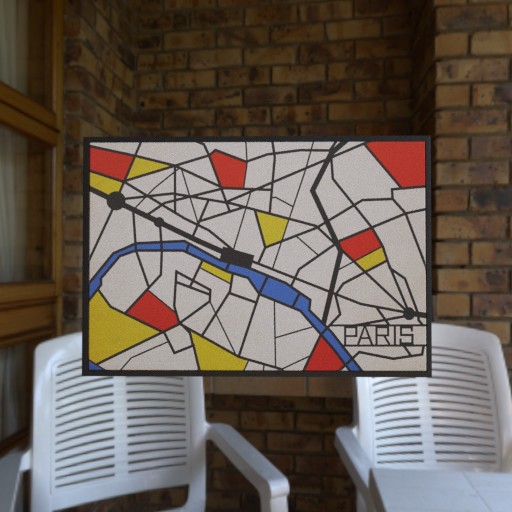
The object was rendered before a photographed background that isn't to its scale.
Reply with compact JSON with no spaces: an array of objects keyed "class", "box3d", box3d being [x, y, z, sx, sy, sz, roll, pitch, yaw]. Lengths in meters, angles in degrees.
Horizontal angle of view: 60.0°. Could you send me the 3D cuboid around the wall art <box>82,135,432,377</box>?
[{"class":"wall art","box3d":[0.000,0.000,1.231,0.963,0.665,0.013,0,-1,1]}]
